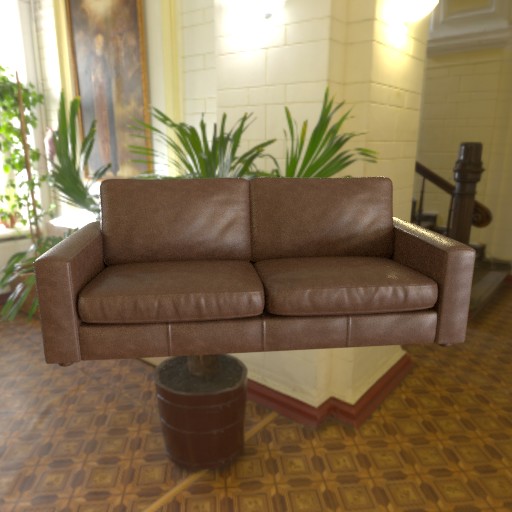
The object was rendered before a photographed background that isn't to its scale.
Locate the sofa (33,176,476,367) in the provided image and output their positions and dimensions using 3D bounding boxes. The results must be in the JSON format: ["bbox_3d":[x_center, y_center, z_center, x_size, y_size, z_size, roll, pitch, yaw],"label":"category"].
[{"bbox_3d":[0.000,0.000,2.626,2.179,0.873,1.016,-2,15,-6],"label":"sofa"}]
